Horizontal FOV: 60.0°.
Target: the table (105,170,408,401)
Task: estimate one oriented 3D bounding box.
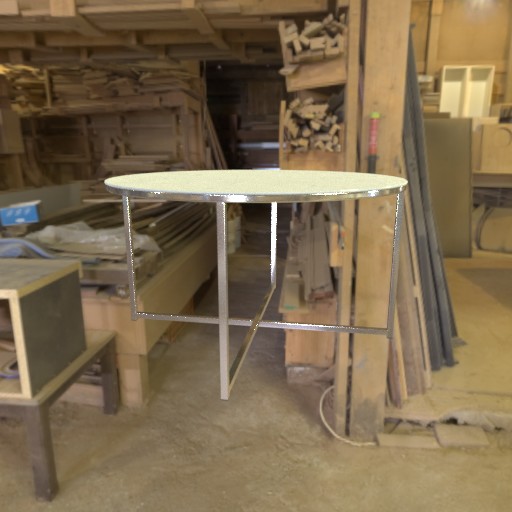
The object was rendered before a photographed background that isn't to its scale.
[{"bbox_3d":[0.000,0.000,1.287,0.800,0.450,0.800,0,14,0],"label":"table"}]
